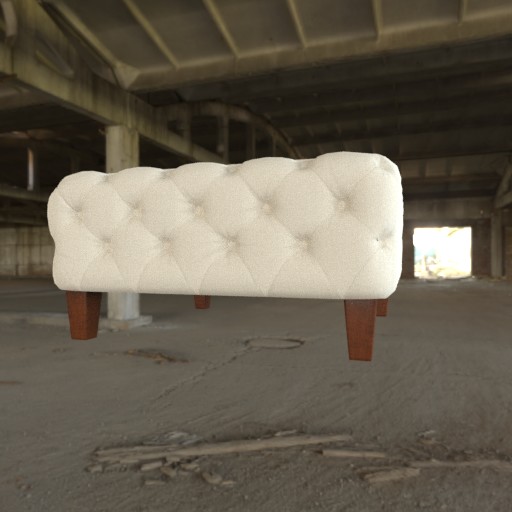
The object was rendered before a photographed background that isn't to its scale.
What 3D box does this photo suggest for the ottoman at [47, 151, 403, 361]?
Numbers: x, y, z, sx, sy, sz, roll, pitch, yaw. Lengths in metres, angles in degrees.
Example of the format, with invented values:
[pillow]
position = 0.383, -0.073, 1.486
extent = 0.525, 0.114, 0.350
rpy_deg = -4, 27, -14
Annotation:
[ottoman]
position = 0.000, 0.000, 1.201
extent = 0.755, 0.376, 0.753
rpy_deg = 0, 0, 19
